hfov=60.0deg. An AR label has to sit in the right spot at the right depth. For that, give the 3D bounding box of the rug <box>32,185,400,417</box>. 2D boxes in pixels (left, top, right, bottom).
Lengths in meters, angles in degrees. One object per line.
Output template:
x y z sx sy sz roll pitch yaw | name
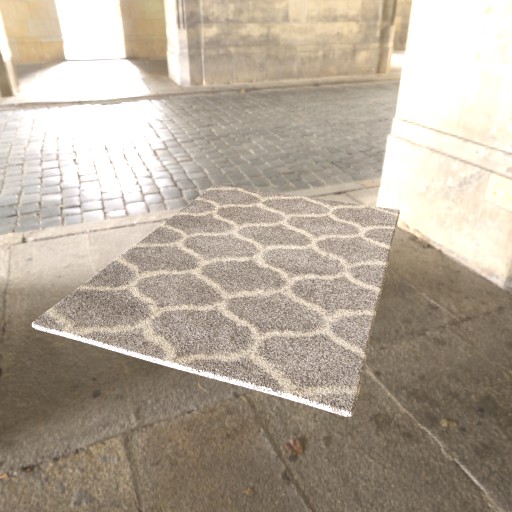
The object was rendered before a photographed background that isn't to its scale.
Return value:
0.000 0.000 2.118 1.200 0.025 1.600 10 31 18 | rug
